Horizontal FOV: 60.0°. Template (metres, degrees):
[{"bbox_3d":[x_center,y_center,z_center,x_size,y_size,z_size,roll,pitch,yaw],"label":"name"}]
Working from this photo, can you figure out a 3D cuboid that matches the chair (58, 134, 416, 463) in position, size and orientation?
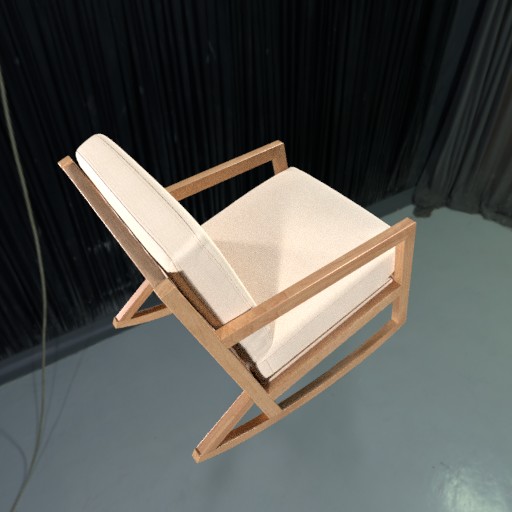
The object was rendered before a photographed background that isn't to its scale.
[{"bbox_3d":[0.000,0.000,1.382,0.857,0.790,0.622,-24,46,-26],"label":"chair"}]
